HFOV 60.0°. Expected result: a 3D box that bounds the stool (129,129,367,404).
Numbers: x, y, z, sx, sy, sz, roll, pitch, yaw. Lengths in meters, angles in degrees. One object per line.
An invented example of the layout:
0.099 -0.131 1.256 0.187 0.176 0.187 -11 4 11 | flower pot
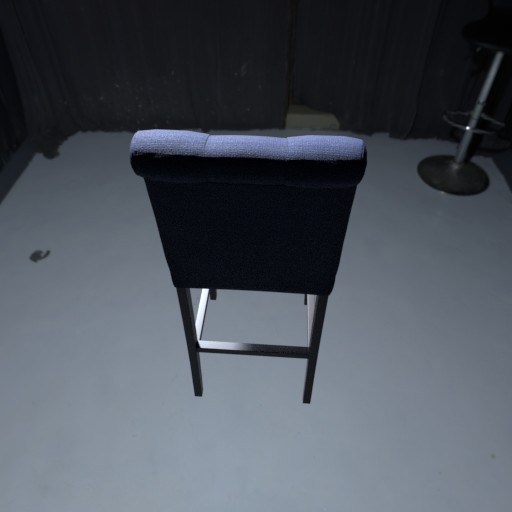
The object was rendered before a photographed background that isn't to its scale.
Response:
0.000 0.000 1.428 0.493 1.140 0.601 3 46 3 | stool
